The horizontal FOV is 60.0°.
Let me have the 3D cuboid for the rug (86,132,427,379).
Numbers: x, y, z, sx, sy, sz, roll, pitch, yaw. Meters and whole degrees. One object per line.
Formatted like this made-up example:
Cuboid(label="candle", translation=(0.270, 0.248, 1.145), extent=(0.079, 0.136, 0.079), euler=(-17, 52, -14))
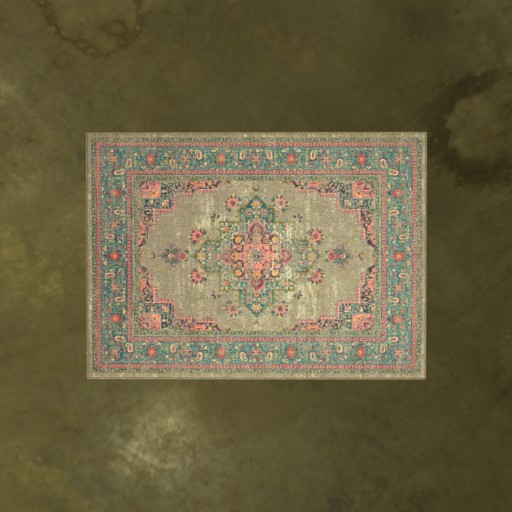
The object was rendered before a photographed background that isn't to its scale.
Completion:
Cuboid(label="rug", translation=(0.000, 0.000, 2.884), extent=(2.214, 0.013, 1.609), euler=(0, 91, 0))
